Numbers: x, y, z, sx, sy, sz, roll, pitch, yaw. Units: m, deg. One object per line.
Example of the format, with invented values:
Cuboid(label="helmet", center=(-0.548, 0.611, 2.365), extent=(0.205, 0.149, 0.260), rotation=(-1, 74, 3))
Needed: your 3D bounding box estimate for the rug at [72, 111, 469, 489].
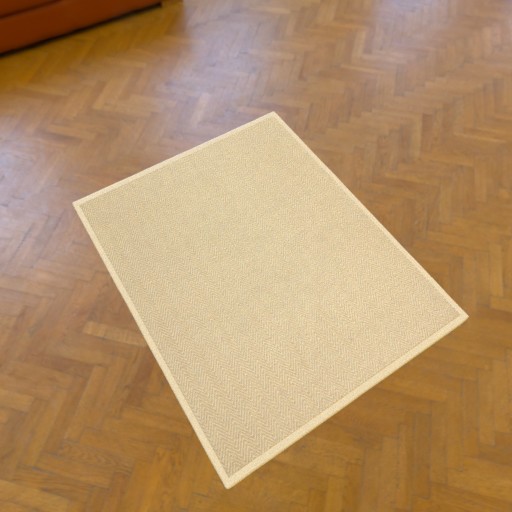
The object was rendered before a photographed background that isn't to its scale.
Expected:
Cuboid(label="rug", center=(0.000, 0.000, 4.098), extent=(2.423, 0.019, 3.009), rotation=(-29, 64, -16))
